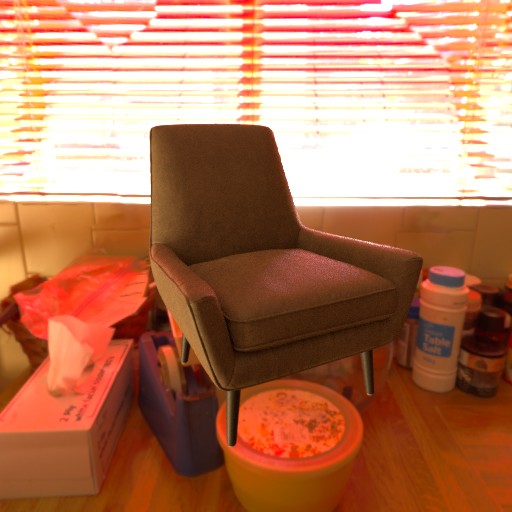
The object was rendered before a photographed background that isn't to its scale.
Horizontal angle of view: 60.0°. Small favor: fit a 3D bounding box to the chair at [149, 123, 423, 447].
[{"bbox_3d":[0.000,0.000,1.548,0.787,0.888,0.824,-9,19,-28],"label":"chair"}]
